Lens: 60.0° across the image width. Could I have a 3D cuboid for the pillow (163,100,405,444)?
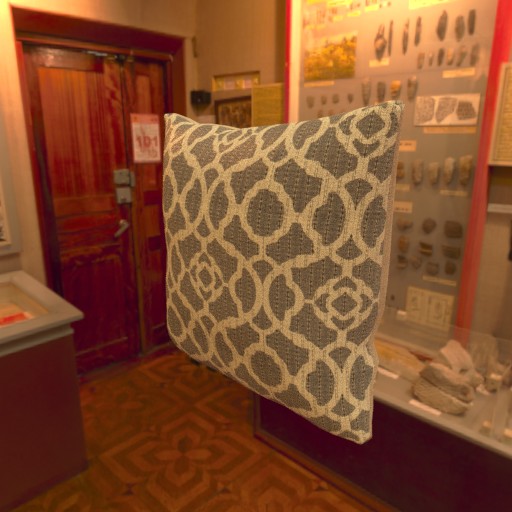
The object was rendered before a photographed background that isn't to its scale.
[{"bbox_3d":[0.000,0.000,0.784,0.508,0.498,0.215,15,21,43],"label":"pillow"}]
